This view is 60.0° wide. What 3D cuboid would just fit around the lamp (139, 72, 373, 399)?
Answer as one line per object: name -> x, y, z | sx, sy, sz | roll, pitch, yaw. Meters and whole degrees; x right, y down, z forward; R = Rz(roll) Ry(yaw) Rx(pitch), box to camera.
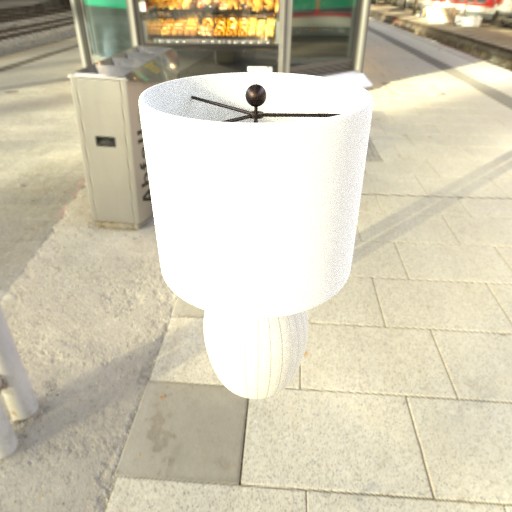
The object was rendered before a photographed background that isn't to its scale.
lamp -> 0.000, 0.000, 0.776 | 0.328, 0.570, 0.328 | 0, 32, 0
